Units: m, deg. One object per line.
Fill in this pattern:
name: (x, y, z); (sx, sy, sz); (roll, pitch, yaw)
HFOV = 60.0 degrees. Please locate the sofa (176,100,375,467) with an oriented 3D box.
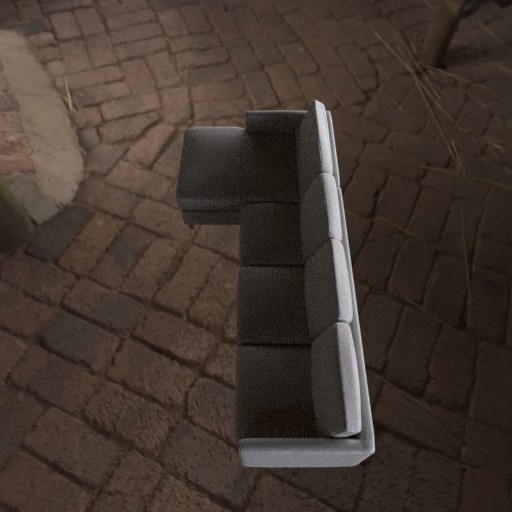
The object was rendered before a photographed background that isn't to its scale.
sofa: (0.000, 0.000, 3.765); (1.502, 0.876, 3.201); (0, 57, 0)
